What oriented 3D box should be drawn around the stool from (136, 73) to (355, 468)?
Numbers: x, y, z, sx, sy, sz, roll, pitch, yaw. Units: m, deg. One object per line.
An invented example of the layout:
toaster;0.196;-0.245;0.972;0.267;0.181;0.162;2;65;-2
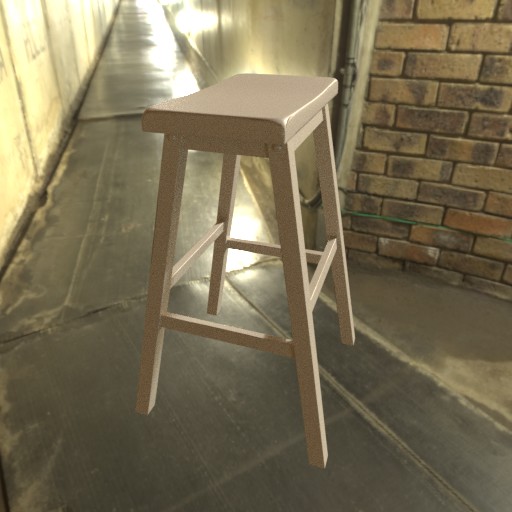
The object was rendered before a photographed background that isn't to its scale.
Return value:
stool;0.000;0.000;1.039;0.476;0.737;0.457;10;31;17
